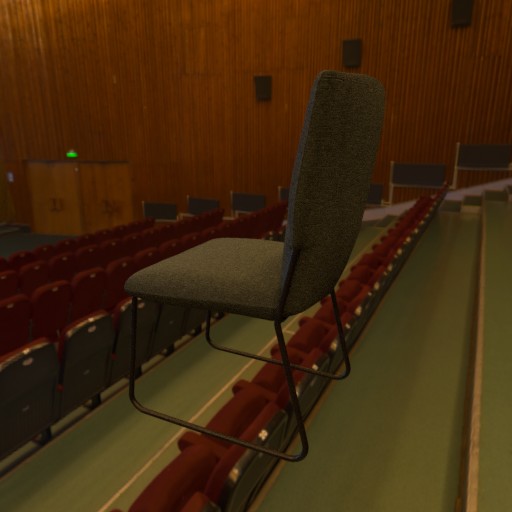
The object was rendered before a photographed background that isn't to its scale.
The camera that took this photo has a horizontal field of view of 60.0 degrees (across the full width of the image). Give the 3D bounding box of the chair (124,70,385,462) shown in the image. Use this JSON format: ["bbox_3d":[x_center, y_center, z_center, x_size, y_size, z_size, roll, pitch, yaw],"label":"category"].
[{"bbox_3d":[0.000,0.000,1.259,0.635,0.931,0.480,8,19,25],"label":"chair"}]
